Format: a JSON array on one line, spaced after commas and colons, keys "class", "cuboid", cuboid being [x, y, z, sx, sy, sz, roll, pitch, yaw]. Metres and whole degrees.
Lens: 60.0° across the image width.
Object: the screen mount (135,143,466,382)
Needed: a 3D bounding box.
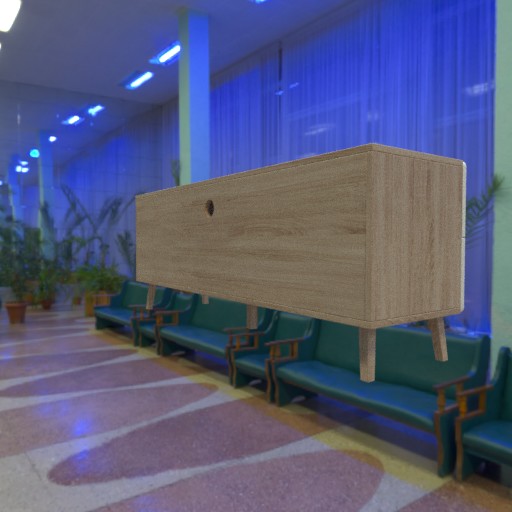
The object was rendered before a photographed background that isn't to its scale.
[{"class": "screen mount", "cuboid": [0.000, 0.000, 1.752, 0.420, 0.570, 1.500, -1, 3, -36]}]
